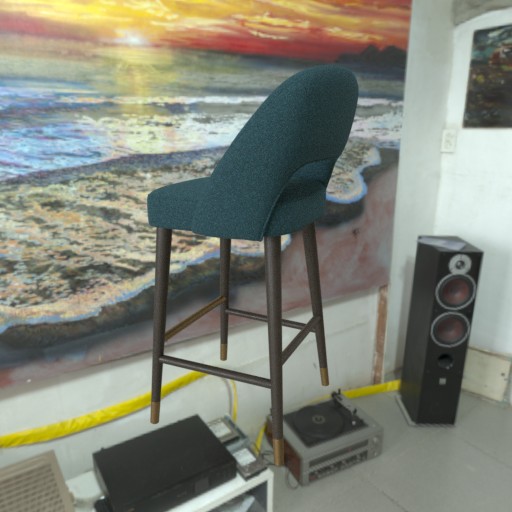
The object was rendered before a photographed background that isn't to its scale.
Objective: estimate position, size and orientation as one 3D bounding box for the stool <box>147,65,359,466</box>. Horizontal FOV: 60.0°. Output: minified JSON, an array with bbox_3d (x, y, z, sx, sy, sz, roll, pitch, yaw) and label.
[{"bbox_3d":[0.000,0.000,1.338,0.522,1.032,0.536,7,18,24],"label":"stool"}]
